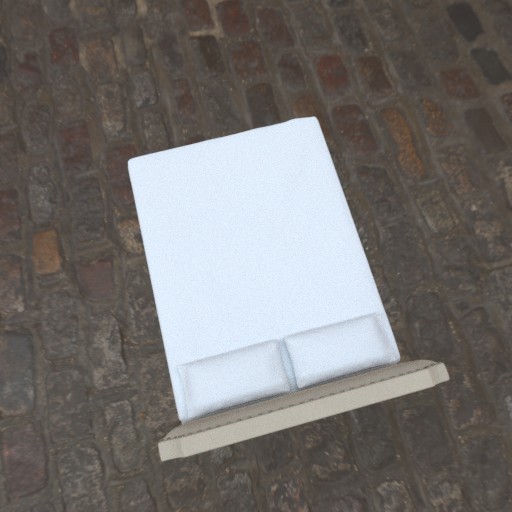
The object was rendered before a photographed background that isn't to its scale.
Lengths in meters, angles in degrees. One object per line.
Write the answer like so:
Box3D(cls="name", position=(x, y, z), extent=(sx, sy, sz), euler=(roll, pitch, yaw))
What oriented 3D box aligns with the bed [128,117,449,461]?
Box3D(cls="bed", position=(0.000, 0.000, 3.347), extent=(1.703, 1.415, 2.329), euler=(-14, 74, -4))
